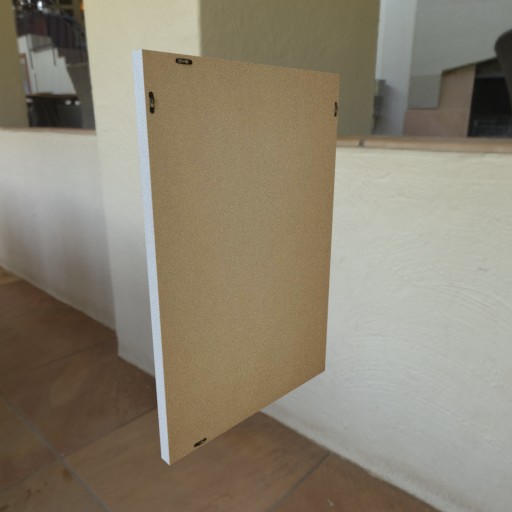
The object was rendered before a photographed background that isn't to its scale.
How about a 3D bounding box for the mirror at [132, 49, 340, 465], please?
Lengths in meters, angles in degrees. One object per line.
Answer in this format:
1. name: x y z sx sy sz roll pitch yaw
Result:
1. mirror: 0.000 0.000 1.147 0.609 0.915 0.040 -16 23 -42
